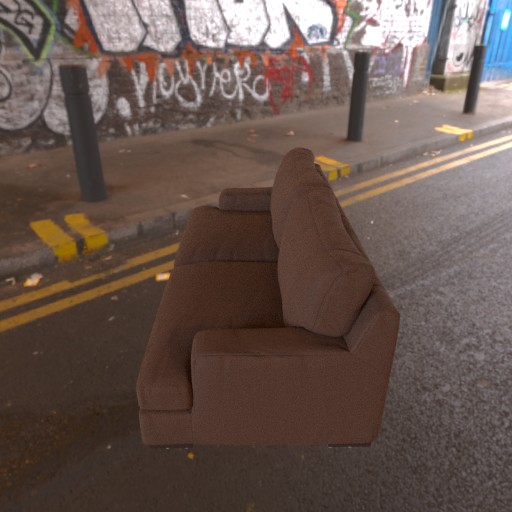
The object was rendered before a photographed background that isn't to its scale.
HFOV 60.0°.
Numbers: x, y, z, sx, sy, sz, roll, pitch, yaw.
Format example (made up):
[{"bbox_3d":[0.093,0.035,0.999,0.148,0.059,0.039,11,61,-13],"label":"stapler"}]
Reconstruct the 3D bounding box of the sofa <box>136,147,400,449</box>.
[{"bbox_3d":[0.000,0.000,2.883,1.140,0.950,2.274,0,27,-1],"label":"sofa"}]
